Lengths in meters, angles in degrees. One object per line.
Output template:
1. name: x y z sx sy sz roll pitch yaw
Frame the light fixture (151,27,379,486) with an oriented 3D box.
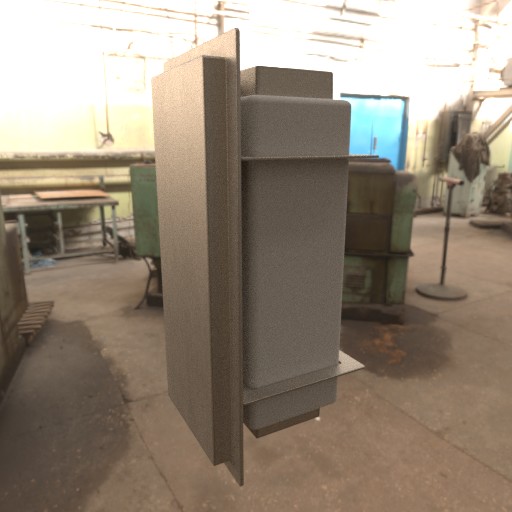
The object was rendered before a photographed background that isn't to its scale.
1. light fixture: 0.000 0.000 0.454 0.160 0.380 0.168 -8 16 -28
